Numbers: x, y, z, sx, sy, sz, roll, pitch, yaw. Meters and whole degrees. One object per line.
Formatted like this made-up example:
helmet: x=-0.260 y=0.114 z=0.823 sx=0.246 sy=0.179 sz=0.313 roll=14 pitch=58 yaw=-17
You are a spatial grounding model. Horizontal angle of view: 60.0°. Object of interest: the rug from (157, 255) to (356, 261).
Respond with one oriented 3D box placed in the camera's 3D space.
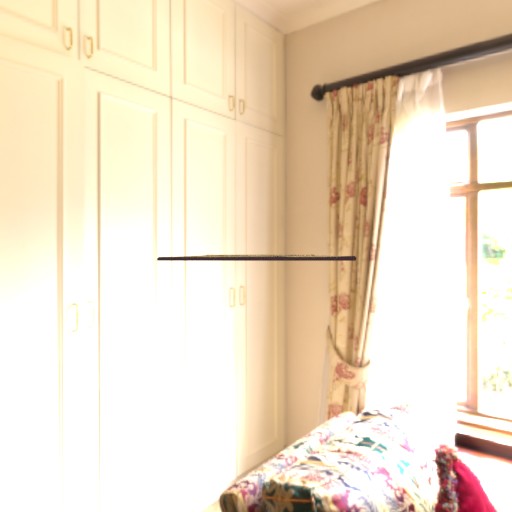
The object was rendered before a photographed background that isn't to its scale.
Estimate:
rug: x=0.000 y=0.000 z=2.463 sx=0.602 sy=0.016 sz=2.283 roll=0 pitch=0 yaw=0
